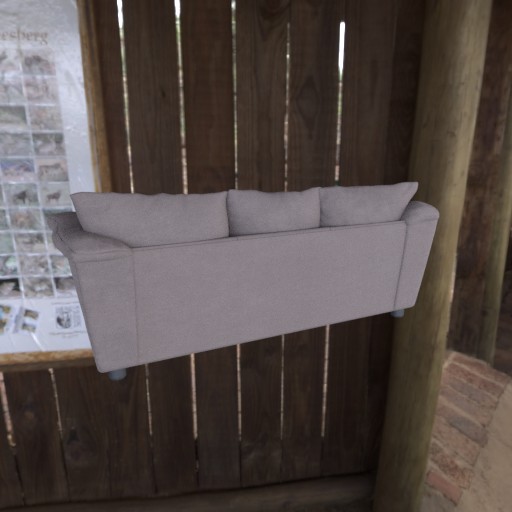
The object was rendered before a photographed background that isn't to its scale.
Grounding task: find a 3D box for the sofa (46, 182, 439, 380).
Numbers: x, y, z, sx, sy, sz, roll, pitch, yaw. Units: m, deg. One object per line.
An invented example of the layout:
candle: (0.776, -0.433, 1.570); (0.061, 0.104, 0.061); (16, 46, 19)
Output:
sofa: (0.000, 0.000, 2.850); (2.377, 0.981, 0.893); (-7, 16, -25)
